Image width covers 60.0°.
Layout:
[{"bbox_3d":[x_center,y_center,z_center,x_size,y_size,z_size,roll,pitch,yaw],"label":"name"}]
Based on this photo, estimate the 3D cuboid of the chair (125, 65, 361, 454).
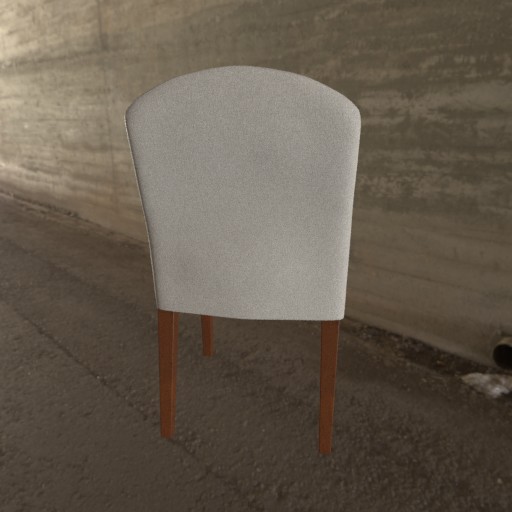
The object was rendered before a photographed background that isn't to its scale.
[{"bbox_3d":[0.000,0.000,1.199,0.472,0.893,0.540,2,17,8],"label":"chair"}]
